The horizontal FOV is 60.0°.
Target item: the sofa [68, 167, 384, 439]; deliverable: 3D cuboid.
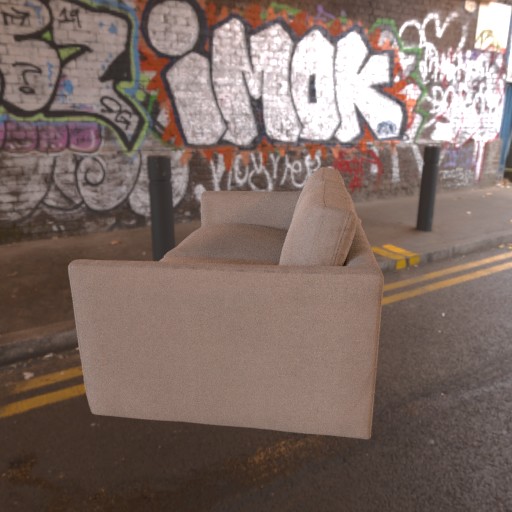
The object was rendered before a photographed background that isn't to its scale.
[{"bbox_3d":[0.000,0.000,2.431,1.091,0.839,1.905,2,16,8],"label":"sofa"}]
